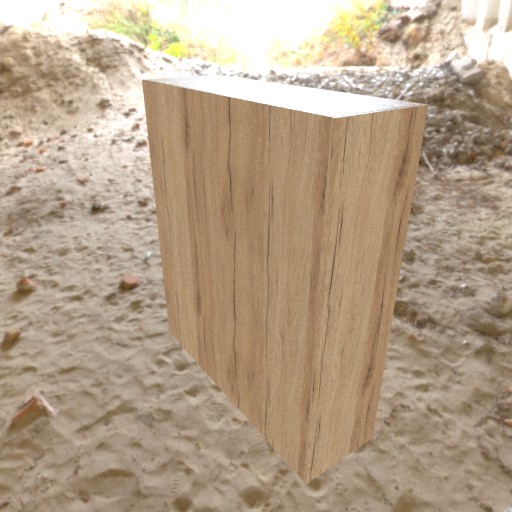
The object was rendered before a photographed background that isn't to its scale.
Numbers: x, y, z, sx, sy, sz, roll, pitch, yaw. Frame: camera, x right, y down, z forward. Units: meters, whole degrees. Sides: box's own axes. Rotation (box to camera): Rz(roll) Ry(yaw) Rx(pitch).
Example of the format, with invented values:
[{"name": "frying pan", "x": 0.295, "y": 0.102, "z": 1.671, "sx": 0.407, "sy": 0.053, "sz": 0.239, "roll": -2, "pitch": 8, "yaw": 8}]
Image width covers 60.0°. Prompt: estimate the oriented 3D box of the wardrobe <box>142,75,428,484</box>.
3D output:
[{"name": "wardrobe", "x": 0.000, "y": 0.000, "z": 2.921, "sx": 0.580, "sy": 2.070, "sz": 1.810, "roll": -18, "pitch": 32, "yaw": -31}]
